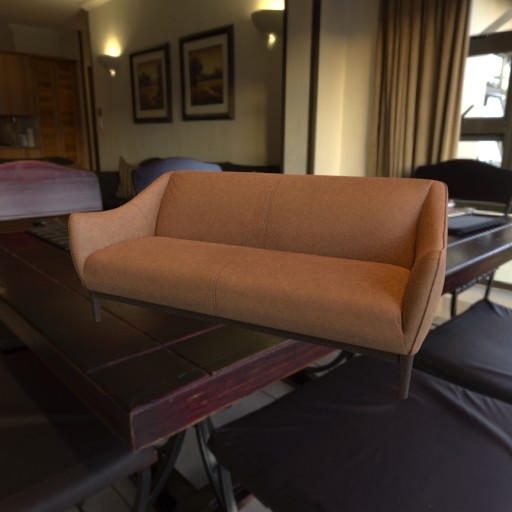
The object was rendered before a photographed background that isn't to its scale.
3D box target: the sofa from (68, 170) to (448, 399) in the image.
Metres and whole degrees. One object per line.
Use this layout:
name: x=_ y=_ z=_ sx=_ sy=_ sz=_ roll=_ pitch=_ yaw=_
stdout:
sofa: x=0.000 y=0.000 z=2.401 sx=1.928 sy=0.830 sz=0.869 roll=7 pitch=16 yaw=26
